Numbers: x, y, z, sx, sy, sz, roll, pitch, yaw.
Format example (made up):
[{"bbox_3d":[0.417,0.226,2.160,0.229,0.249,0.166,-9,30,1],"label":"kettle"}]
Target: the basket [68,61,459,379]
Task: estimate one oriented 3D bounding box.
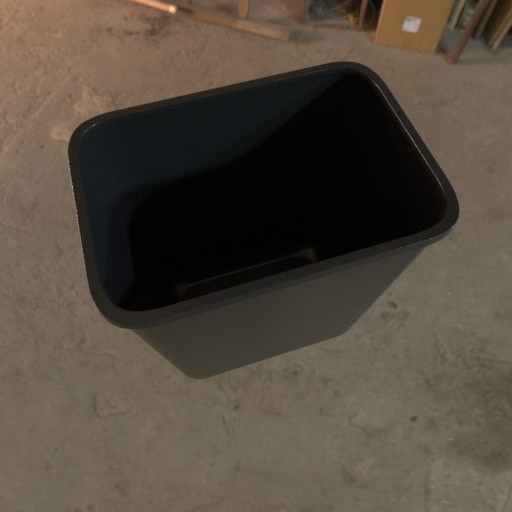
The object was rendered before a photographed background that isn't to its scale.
[{"bbox_3d":[0.000,0.000,0.507,0.300,0.307,0.211,-16,63,-8],"label":"basket"}]
